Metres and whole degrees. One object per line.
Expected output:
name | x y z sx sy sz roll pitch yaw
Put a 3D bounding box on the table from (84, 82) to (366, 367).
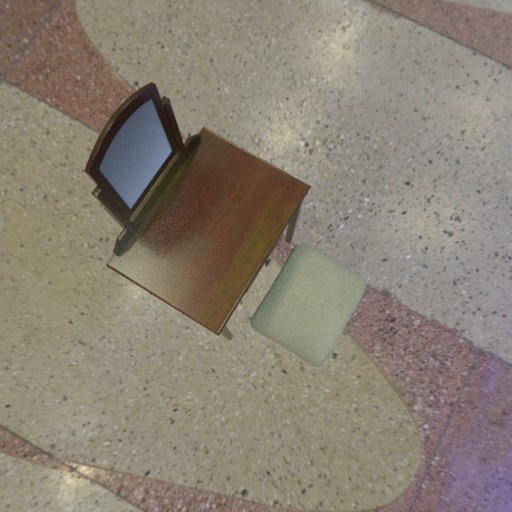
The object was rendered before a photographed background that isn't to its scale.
table | 0.000 0.000 2.251 1.211 1.631 0.876 30 78 7
